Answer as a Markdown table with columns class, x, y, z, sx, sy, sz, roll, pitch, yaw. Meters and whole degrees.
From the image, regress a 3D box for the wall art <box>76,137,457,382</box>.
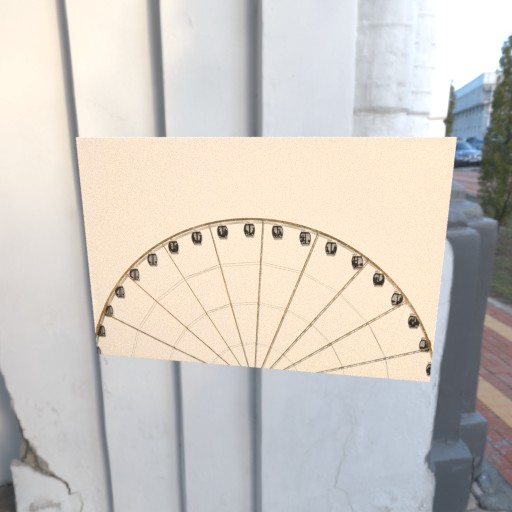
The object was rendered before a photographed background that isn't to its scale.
| class | x | y | z | sx | sy | sz | roll | pitch | yaw |
| --- | --- | --- | --- | --- | --- | --- | --- | --- | --- |
| wall art | 0.000 | 0.000 | 0.491 | 0.384 | 0.254 | 0.039 | 3 | 15 | 10 |
